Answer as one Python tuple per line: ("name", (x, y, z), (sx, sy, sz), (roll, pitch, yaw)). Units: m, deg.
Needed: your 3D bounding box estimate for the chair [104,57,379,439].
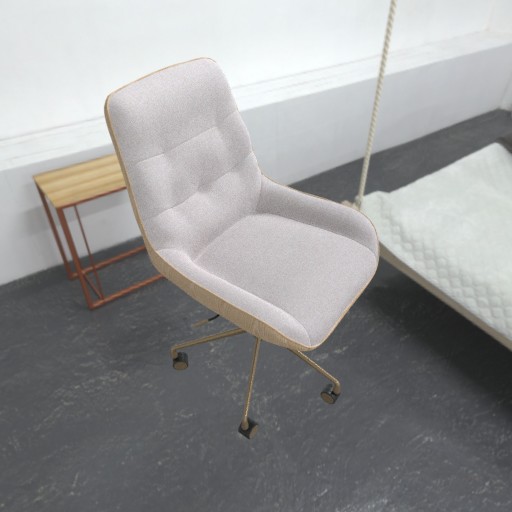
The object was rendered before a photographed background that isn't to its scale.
("chair", (0.000, 0.000, 1.309), (0.668, 0.952, 0.564), (25, 47, 26))
